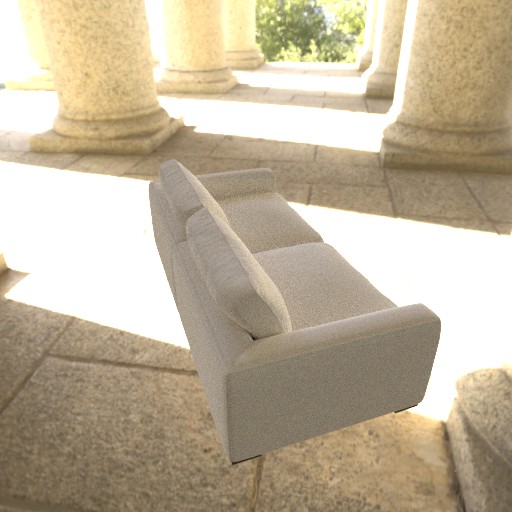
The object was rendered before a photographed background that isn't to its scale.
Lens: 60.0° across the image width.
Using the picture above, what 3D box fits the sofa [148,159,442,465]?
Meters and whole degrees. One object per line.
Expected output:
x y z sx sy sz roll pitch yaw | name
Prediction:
0.000 0.000 2.839 1.070 0.801 2.262 -10 32 -17 | sofa
